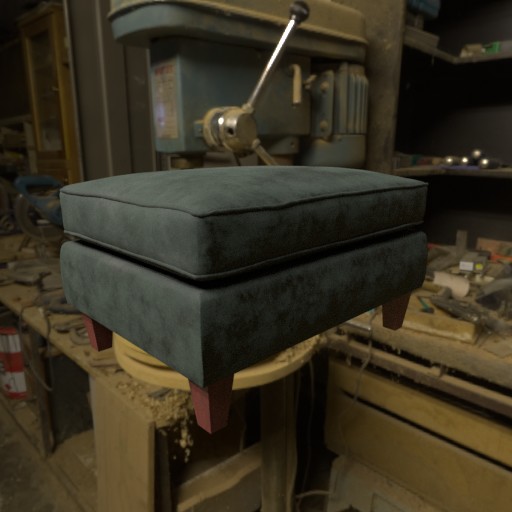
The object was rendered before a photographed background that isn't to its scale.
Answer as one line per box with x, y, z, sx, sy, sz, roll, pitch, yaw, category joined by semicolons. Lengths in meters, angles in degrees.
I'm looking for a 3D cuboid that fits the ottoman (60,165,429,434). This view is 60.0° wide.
0.000;0.000;1.259;0.864;0.495;0.632;-13;19;-42;ottoman
